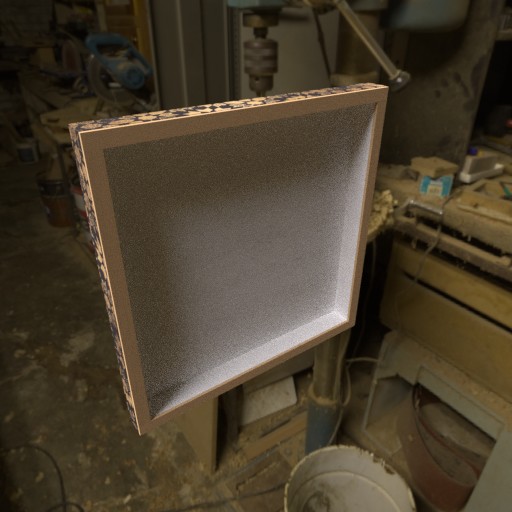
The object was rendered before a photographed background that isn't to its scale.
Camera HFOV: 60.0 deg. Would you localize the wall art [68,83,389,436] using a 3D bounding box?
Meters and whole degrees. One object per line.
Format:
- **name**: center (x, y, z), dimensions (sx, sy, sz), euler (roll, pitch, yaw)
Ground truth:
- **wall art**: center (0.000, 0.000, 0.605), dimensions (0.405, 0.405, 0.038), euler (-19, 35, -30)
